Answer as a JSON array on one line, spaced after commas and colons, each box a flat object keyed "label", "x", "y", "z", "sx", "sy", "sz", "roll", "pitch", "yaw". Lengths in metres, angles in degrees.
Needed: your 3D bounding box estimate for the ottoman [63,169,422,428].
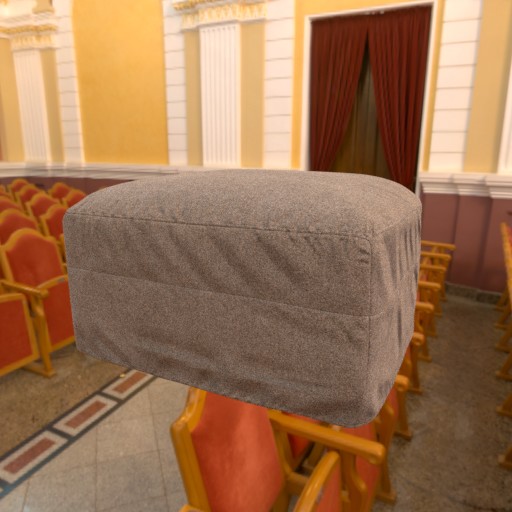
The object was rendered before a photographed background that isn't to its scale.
[{"label": "ottoman", "x": 0.000, "y": 0.000, "z": 1.258, "sx": 0.837, "sy": 0.481, "sz": 0.683, "roll": 7, "pitch": 16, "yaw": 26}]
